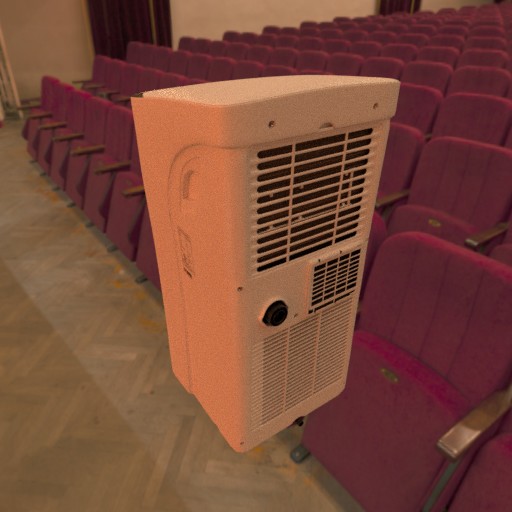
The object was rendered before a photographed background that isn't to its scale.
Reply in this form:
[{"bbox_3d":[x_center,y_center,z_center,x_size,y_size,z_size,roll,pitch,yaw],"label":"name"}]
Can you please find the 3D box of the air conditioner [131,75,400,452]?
[{"bbox_3d":[0.000,0.000,0.919,0.352,0.716,0.369,-20,35,-30],"label":"air conditioner"}]
